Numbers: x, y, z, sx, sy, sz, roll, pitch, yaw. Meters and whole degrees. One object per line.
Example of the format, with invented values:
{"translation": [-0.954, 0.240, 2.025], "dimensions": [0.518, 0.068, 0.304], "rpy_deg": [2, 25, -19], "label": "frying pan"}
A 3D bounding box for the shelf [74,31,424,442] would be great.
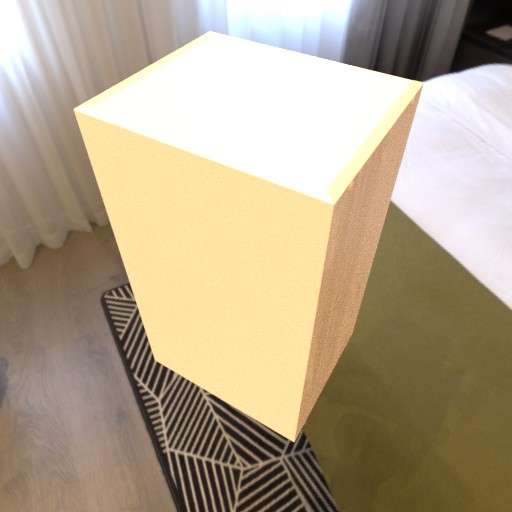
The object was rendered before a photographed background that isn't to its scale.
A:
{"translation": [0.000, 0.000, 0.785], "dimensions": [0.350, 0.600, 0.290], "rpy_deg": [24, 51, 21], "label": "shelf"}
